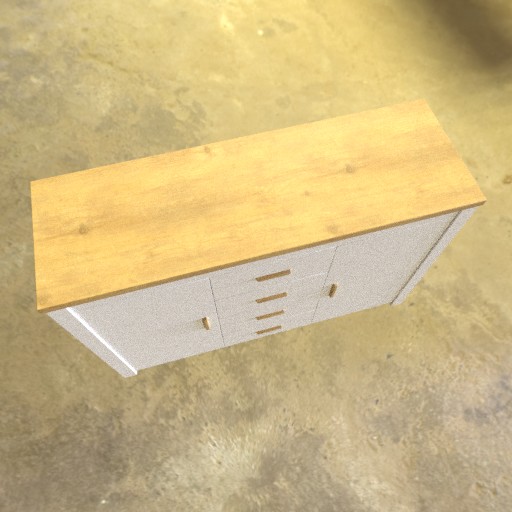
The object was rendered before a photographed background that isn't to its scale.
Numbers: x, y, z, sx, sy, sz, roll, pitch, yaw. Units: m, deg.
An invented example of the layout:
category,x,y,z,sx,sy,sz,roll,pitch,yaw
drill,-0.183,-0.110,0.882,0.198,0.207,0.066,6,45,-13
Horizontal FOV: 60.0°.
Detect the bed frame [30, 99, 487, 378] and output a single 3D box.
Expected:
category,x,y,z,sx,sy,sz,roll,pitch,yaw
bed frame,0.000,0.000,1.703,1.300,0.850,0.430,-14,63,-7
